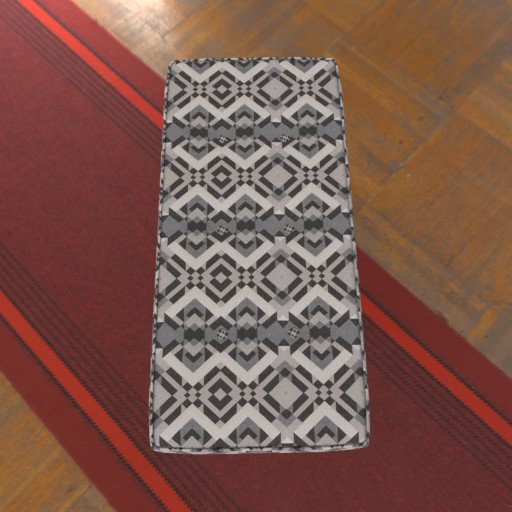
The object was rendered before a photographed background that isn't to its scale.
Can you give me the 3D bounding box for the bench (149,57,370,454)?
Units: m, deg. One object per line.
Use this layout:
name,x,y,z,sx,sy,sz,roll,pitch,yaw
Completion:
bench,0.000,0.000,1.294,0.492,0.477,1.016,-1,73,0
